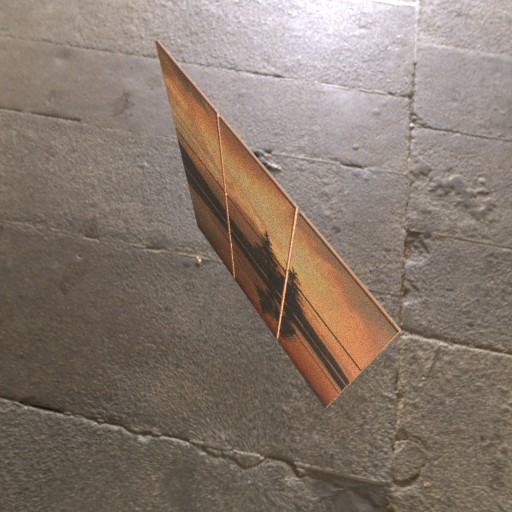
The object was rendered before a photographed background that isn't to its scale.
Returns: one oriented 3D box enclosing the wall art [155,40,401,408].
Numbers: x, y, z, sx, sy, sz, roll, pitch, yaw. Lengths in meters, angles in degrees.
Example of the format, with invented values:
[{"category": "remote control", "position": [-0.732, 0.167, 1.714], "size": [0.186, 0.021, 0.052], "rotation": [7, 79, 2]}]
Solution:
[{"category": "wall art", "position": [0.000, 0.000, 1.809], "size": [0.013, 1.218, 1.216], "rotation": [-31, 67, -14]}]
